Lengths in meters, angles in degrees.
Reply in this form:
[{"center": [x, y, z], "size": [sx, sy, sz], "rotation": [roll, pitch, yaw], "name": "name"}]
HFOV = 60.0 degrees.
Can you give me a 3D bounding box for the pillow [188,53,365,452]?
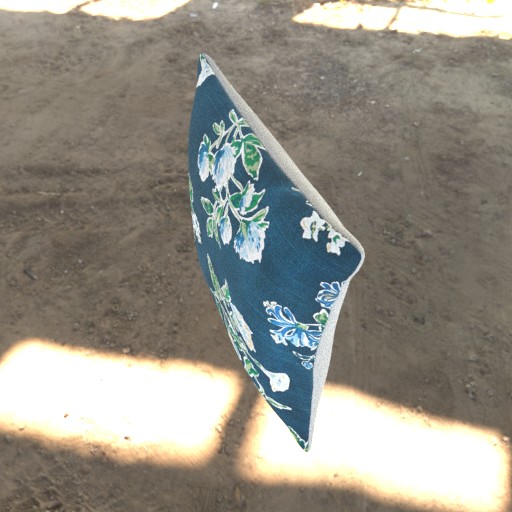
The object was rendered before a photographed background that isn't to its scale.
[{"center": [0.000, 0.000, 0.776], "size": [0.166, 0.508, 0.525], "rotation": [-16, 48, -15], "name": "pillow"}]
